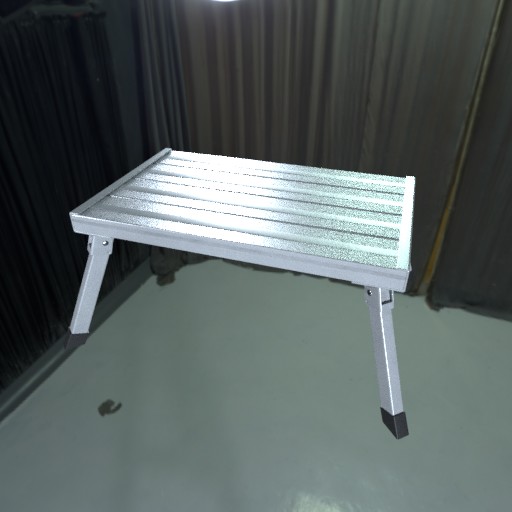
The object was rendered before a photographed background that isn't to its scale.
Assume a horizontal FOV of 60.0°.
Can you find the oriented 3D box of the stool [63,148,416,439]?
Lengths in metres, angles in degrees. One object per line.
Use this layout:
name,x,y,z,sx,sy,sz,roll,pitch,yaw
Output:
stool,0.000,0.000,0.728,0.535,0.225,0.385,10,34,15
